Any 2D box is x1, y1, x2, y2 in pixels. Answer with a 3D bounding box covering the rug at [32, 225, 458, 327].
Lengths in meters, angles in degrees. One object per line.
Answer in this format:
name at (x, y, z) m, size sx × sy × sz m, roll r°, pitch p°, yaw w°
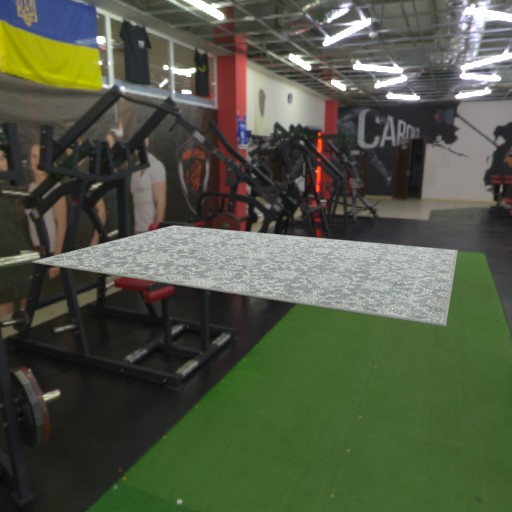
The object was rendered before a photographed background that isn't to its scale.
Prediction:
rug at (0.000, 0.000, 2.971) m, size 2.430 × 0.010 × 1.515 m, roll 6°, pitch 15°, yaw 25°
